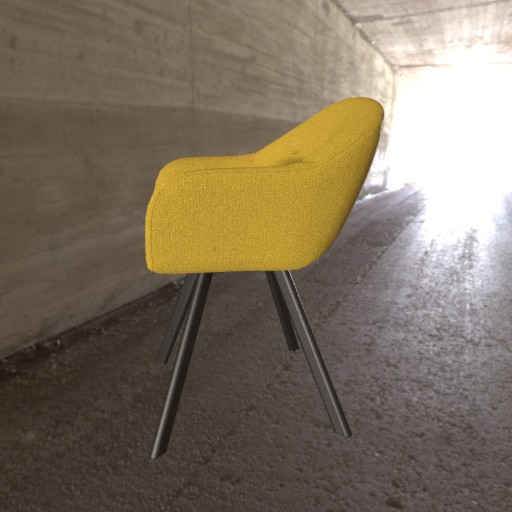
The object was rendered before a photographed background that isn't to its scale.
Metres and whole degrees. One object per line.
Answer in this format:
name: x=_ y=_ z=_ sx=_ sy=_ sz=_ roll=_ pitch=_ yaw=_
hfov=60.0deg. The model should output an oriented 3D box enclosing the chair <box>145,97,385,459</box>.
chair: x=0.000 y=0.000 z=1.137 sx=0.565 sy=0.775 sz=0.545 roll=-3 pitch=15 yaw=-10
